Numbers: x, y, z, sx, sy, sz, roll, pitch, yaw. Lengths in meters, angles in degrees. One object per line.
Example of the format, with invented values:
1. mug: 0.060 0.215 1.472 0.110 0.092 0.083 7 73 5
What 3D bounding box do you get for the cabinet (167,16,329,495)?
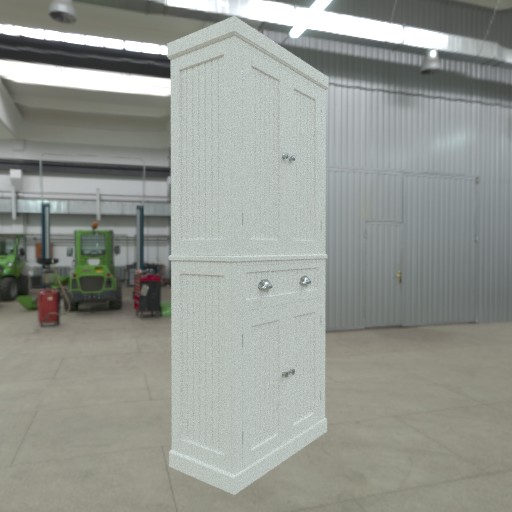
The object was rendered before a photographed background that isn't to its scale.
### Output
1. cabinet: 0.000 0.000 2.100 0.390 1.829 0.754 1 1 37
